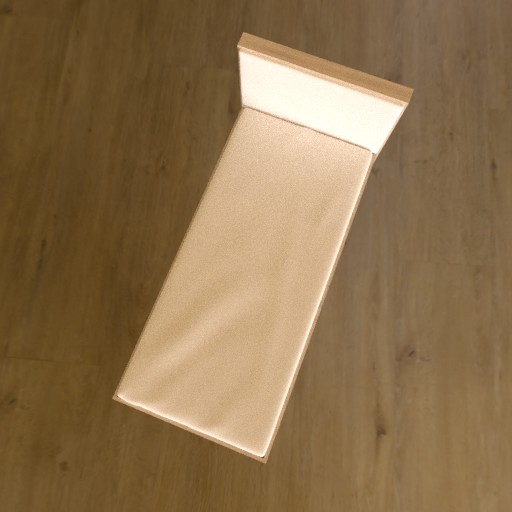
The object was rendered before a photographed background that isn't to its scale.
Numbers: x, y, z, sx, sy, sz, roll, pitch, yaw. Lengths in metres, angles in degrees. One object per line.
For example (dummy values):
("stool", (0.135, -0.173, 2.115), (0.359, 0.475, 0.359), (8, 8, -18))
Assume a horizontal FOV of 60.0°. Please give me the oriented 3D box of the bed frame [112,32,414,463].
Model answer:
("bed frame", (0.000, 0.000, 2.651), (0.990, 0.920, 2.140), (21, 77, 5))
